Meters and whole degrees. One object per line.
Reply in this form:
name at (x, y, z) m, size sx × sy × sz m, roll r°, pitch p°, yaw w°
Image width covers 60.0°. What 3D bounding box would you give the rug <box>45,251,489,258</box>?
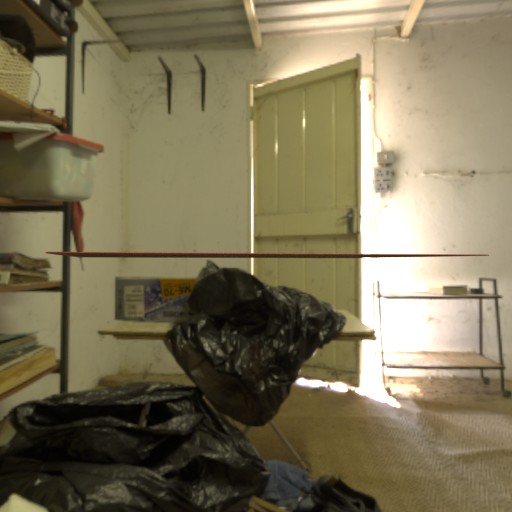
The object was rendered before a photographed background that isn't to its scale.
rug at (0.000, 0.000, 2.294) m, size 1.814 × 0.008 × 1.209 m, roll 0°, pitch -1°, yaw -17°
